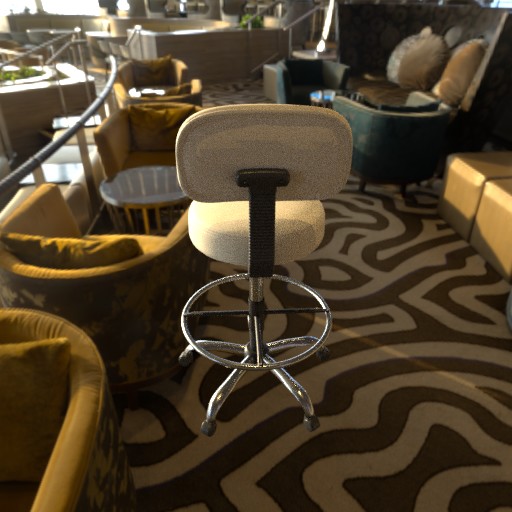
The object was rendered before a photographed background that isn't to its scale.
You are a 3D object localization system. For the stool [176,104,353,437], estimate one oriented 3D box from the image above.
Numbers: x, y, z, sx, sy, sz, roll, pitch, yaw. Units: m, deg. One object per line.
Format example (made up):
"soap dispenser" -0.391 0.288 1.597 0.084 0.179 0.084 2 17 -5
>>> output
"stool" 0.000 0.000 1.444 0.609 1.080 0.616 -1 31 -2
